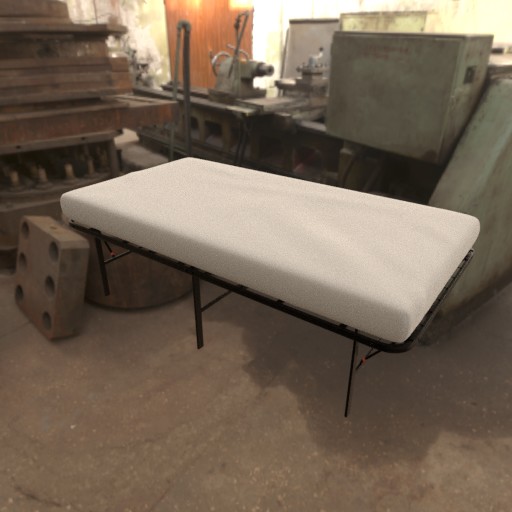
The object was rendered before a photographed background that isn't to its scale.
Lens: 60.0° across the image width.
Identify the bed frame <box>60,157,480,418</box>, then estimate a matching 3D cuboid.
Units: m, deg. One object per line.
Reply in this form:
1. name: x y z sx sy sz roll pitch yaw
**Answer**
1. bed frame: 0.000 0.000 2.315 1.903 0.619 0.989 18 32 32
